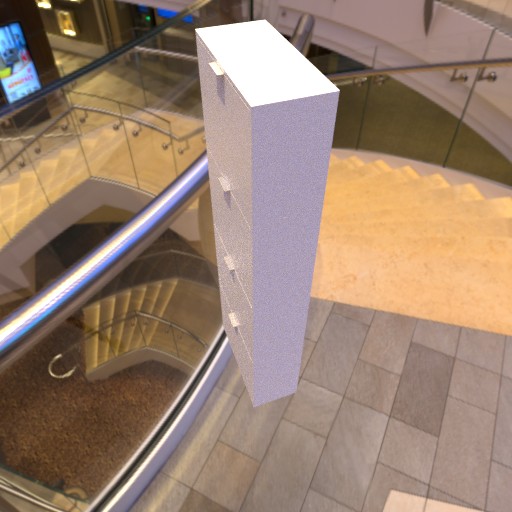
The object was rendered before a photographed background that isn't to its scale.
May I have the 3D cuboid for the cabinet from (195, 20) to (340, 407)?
[{"bbox_3d":[0.000,0.000,1.838,0.255,1.630,0.520,-15,48,-14],"label":"cabinet"}]
